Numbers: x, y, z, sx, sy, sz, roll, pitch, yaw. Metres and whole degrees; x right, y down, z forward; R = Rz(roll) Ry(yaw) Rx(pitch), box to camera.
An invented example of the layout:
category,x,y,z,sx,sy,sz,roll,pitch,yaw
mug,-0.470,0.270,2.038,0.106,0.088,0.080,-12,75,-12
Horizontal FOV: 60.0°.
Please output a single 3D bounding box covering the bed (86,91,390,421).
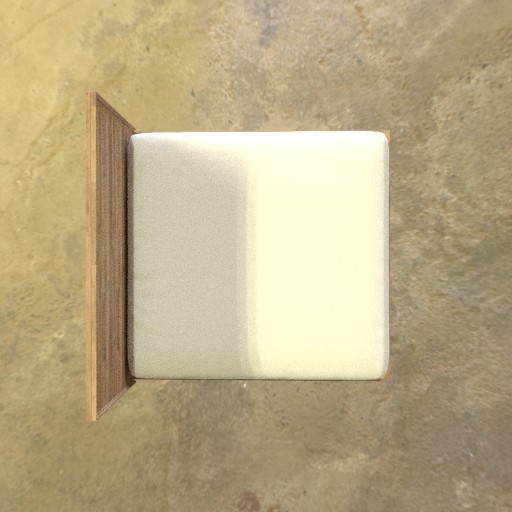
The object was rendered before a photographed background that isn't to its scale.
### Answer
category,x,y,z,sx,sy,sz,roll,pitch,yaw
bed,0.000,0.000,3.363,2.167,1.100,2.116,0,90,2
